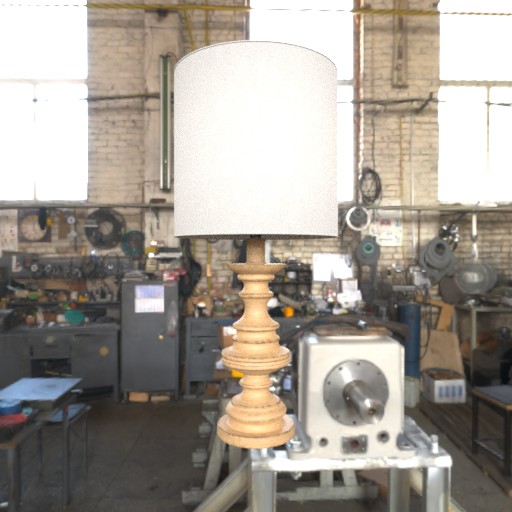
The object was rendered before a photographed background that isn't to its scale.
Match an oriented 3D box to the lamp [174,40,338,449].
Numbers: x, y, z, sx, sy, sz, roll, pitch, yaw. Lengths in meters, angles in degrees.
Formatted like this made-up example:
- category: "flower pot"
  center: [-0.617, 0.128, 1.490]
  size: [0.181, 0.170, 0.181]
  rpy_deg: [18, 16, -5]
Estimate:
- category: "lamp"
  center: [0.000, 0.000, 0.571]
  size: [0.208, 0.455, 0.208]
  rpy_deg: [0, 0, -34]
